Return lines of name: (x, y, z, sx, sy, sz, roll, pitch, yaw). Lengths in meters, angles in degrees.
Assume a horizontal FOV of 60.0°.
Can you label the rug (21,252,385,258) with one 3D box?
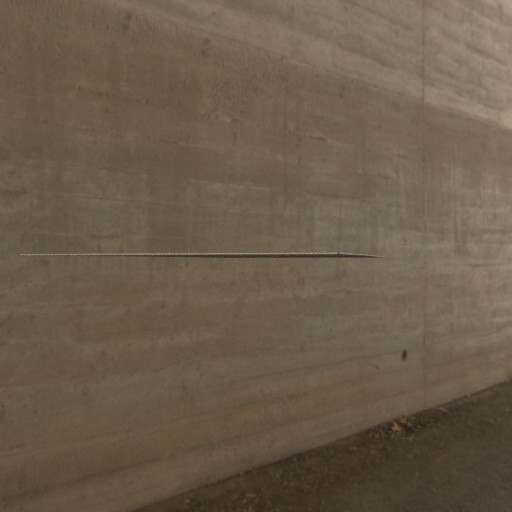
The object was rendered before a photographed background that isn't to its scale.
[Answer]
rug: (0.000, 0.000, 3.000, 1.529, 0.012, 2.435, 0, -1, 20)
